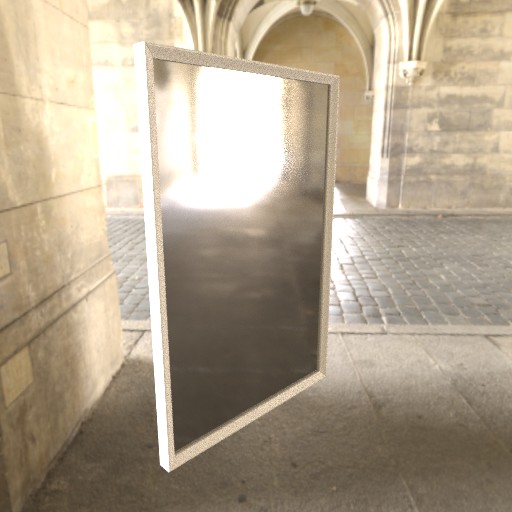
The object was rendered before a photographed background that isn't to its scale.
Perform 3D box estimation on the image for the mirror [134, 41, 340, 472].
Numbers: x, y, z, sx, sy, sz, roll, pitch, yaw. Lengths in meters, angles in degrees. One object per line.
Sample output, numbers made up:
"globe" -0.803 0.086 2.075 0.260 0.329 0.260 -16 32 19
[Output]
"mirror" 0.000 0.000 1.132 0.041 0.915 0.609 14 20 43
